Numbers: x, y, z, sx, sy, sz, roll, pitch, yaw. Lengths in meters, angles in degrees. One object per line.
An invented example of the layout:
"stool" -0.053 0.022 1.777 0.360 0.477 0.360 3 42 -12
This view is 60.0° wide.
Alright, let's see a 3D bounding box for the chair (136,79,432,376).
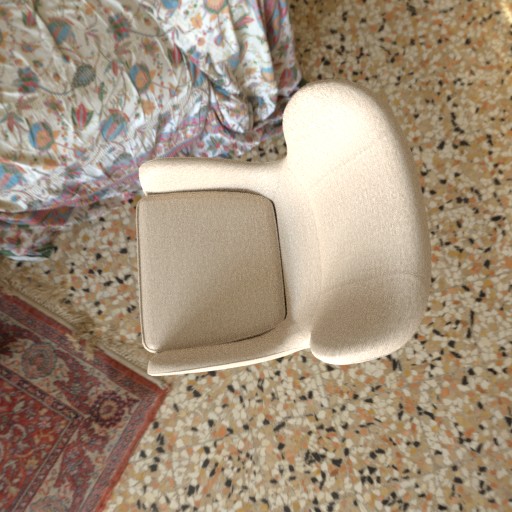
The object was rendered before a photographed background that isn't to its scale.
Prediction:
"chair" 0.000 0.000 1.753 0.984 1.064 0.861 -5 77 -1
